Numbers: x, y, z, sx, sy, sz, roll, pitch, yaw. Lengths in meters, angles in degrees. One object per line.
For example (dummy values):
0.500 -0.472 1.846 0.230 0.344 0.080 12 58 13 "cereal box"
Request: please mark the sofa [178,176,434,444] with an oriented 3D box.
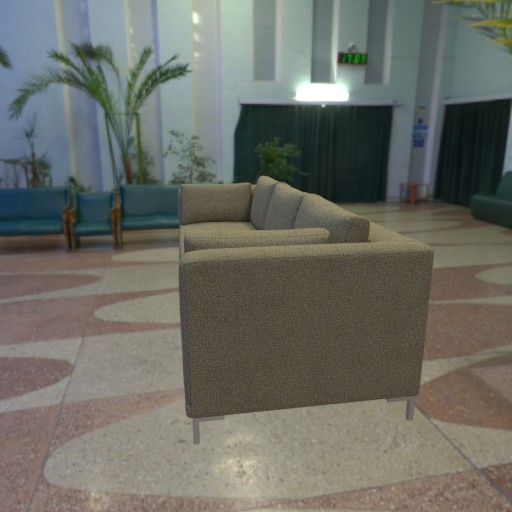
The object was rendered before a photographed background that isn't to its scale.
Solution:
0.000 0.000 2.830 0.969 0.867 2.415 -3 15 -9 "sofa"
